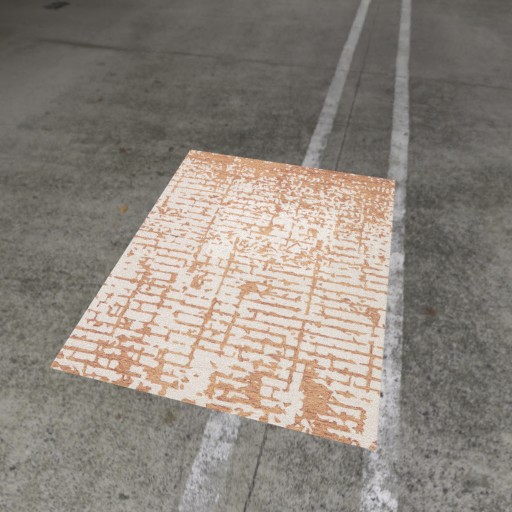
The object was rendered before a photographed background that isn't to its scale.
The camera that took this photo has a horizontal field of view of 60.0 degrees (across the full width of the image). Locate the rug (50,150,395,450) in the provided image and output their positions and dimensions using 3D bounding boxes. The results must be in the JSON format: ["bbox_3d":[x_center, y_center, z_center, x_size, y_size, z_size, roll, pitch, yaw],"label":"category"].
[{"bbox_3d":[0.000,0.000,4.167,2.441,0.011,3.050,11,47,10],"label":"rug"}]
